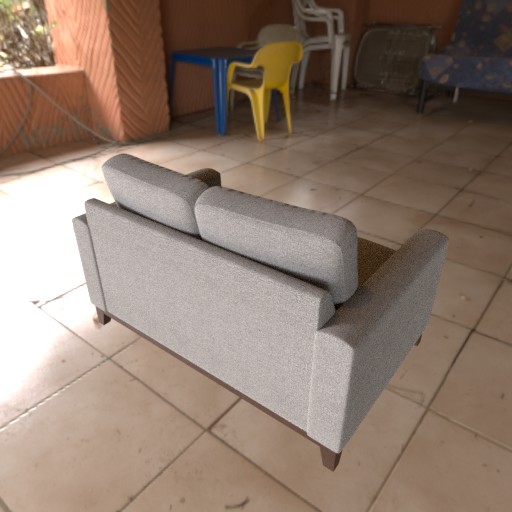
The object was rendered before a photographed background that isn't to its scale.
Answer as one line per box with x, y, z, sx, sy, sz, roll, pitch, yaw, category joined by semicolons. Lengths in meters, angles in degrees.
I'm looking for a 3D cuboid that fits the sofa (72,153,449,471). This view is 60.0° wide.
0.000;0.000;2.021;1.420;0.873;0.917;21;37;32;sofa
